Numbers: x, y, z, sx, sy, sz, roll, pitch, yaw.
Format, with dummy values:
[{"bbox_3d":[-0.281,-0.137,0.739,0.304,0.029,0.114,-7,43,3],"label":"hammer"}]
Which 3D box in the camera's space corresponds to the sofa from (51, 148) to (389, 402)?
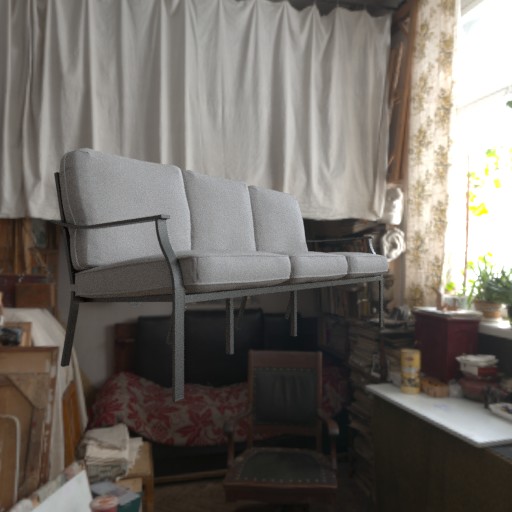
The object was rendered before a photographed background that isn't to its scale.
[{"bbox_3d":[0.000,0.000,2.200,0.787,0.860,1.740,0,0,36],"label":"sofa"}]
